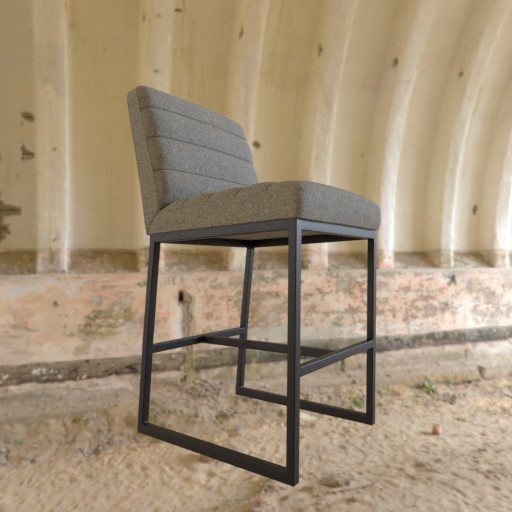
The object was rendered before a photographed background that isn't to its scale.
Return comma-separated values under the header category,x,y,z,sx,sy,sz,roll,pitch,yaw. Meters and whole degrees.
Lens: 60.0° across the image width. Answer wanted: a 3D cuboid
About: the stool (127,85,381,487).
category,x,y,z,sx,sy,sz,roll,pitch,yaw
stool,0.000,0.000,1.226,0.560,0.940,0.460,-1,-1,36
